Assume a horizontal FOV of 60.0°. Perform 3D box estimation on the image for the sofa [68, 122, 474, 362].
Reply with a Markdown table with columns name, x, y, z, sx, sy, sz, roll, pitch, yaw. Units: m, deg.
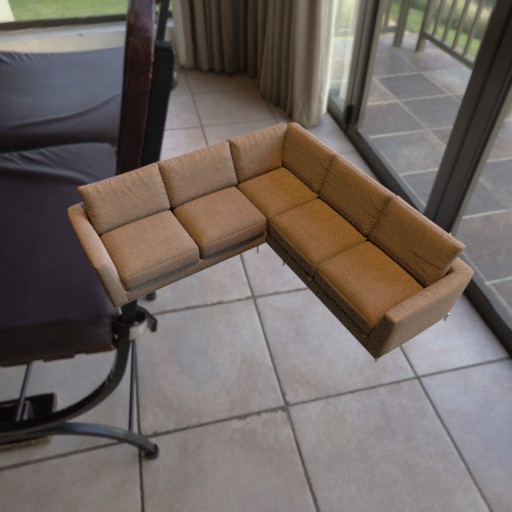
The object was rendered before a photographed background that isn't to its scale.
| name | x | y | z | sx | sy | sz | roll | pitch | yaw |
| --- | --- | --- | --- | --- | --- | --- | --- | --- | --- |
| sofa | 0.000 | 0.000 | 3.730 | 2.438 | 0.864 | 2.438 | -24 | 50 | -22 |
